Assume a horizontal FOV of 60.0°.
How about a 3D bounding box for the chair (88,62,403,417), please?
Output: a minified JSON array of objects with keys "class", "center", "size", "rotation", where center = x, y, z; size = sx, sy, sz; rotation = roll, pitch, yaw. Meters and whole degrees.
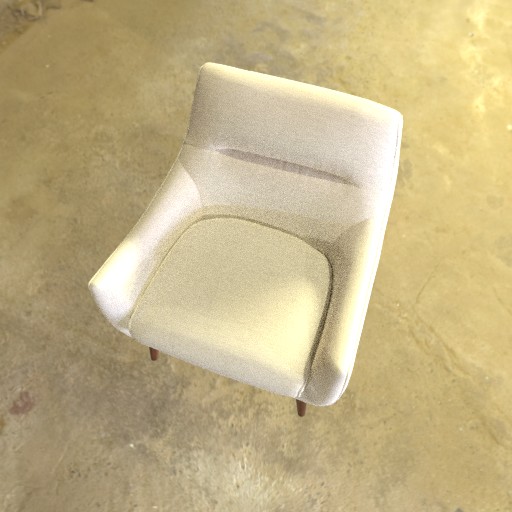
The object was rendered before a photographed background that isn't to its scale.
[{"class":"chair","center":[0.000,0.000,1.453],"size":[0.762,0.838,0.787],"rotation":[18,60,11]}]
